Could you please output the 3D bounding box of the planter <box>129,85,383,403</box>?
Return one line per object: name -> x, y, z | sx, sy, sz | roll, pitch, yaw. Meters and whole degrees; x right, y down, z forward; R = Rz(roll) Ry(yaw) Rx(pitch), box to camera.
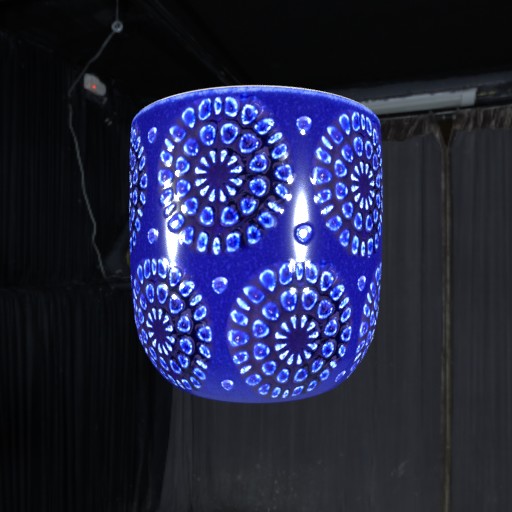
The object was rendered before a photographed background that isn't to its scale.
planter -> 0.000, 0.000, 0.198 | 0.109, 0.112, 0.109 | 0, -1, 0
